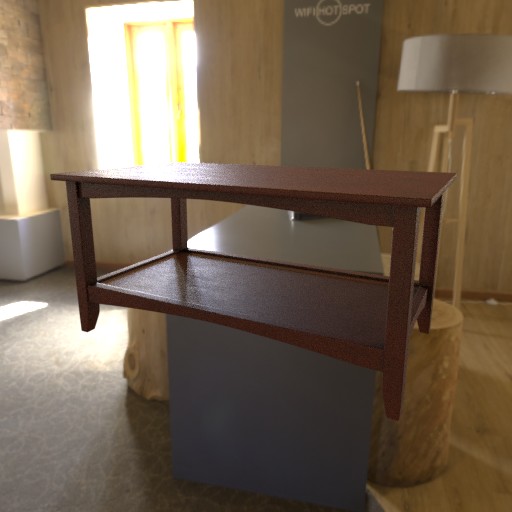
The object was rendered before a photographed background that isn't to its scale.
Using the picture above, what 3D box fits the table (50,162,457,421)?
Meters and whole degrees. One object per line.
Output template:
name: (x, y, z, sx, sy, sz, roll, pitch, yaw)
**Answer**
table: (0.000, 0.000, 1.239, 0.943, 0.456, 0.533, 8, 18, 27)
